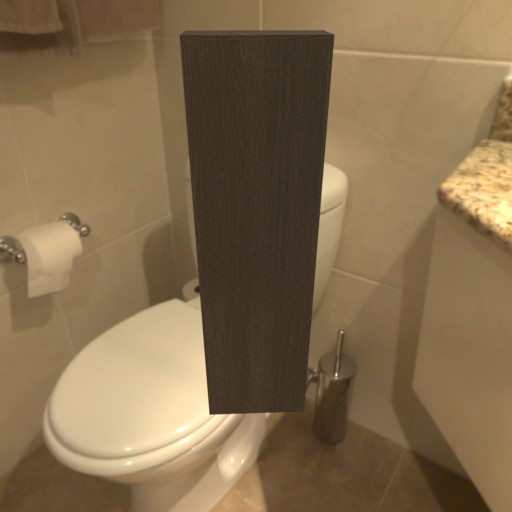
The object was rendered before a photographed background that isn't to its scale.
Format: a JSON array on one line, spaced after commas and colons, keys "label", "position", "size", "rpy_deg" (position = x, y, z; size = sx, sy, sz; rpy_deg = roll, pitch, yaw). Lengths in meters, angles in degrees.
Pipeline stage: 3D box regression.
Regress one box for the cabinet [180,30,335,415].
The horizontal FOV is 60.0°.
[{"label": "cabinet", "position": [0.000, 0.000, 1.982], "size": [0.500, 1.790, 0.230], "rpy_deg": [-1, 31, -2]}]
